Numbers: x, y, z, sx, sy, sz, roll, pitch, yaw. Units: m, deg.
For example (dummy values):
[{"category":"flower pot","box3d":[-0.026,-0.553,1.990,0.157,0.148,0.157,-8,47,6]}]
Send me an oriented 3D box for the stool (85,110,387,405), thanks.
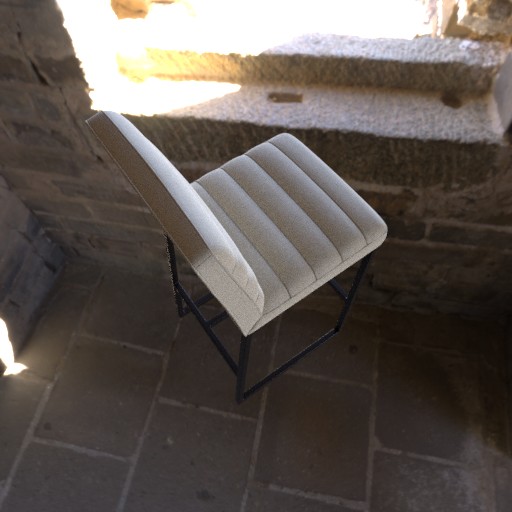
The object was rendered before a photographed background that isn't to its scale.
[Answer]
[{"category":"stool","box3d":[0.000,0.000,1.327,0.560,1.040,0.460,-31,63,-18]}]
